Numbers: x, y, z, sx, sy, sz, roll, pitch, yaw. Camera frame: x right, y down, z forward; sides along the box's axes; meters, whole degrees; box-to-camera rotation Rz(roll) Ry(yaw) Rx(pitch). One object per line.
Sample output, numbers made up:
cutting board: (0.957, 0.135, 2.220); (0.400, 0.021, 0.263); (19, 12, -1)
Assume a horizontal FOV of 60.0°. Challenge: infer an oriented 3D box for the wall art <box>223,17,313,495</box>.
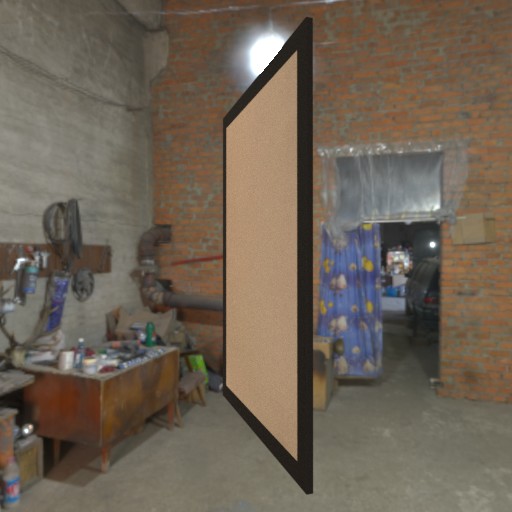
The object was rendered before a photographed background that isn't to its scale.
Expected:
wall art: (0.000, 0.000, 0.672); (0.008, 0.530, 0.379); (0, 0, -18)
